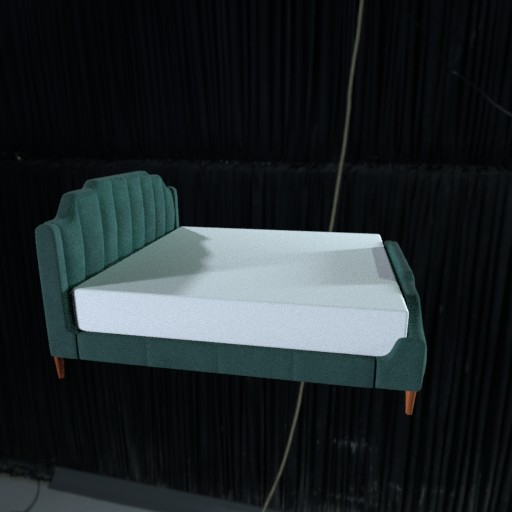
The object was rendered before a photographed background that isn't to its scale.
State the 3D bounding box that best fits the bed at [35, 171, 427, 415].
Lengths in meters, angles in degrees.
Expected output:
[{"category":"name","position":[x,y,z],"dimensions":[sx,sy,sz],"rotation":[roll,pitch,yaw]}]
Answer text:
[{"category":"bed","position":[0.000,0.000,3.535],"dimensions":[2.340,1.245,2.074],"rotation":[3,16,10]}]
